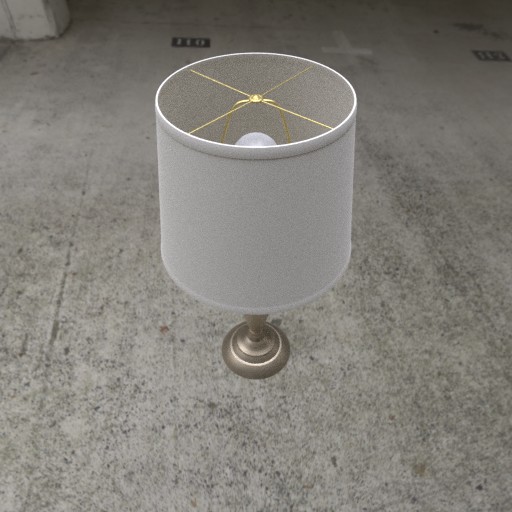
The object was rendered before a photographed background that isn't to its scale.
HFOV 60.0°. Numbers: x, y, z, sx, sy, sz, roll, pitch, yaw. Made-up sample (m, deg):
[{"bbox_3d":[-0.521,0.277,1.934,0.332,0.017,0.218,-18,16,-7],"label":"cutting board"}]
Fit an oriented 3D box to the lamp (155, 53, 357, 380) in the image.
[{"bbox_3d":[0.000,0.000,0.805,0.328,0.619,0.328,0,46,0],"label":"lamp"}]
